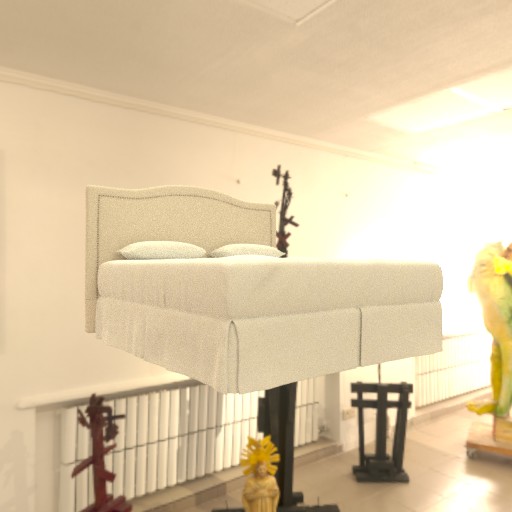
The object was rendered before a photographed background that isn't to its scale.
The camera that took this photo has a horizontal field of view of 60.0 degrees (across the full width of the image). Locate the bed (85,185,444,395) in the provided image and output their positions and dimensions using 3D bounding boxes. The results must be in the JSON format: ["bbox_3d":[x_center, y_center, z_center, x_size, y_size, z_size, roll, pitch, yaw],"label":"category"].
[{"bbox_3d":[0.000,0.000,3.572,2.083,1.421,2.182,1,-1,-37],"label":"bed"}]
